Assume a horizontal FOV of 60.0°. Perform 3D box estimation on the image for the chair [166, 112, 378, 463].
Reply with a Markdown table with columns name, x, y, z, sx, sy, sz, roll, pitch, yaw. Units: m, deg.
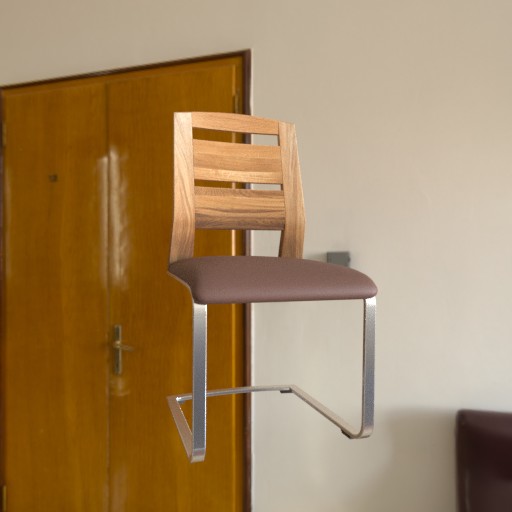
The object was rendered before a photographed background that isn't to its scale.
| name | x | y | z | sx | sy | sz | roll | pitch | yaw |
| --- | --- | --- | --- | --- | --- | --- | --- | --- | --- |
| chair | 0.000 | 0.000 | 1.283 | 0.460 | 0.970 | 0.570 | 0 | 0 | -18 |
